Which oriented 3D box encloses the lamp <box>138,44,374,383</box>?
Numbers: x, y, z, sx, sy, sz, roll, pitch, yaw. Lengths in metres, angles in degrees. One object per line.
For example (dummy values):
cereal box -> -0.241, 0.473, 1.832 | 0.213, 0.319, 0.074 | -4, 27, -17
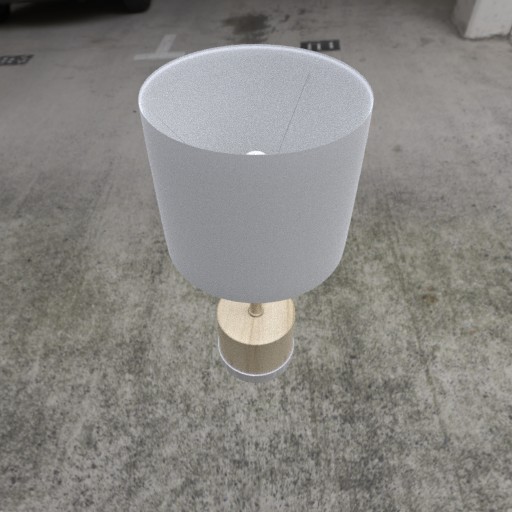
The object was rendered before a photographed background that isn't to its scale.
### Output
lamp -> 0.000, 0.000, 0.603 | 0.229, 0.470, 0.229 | 3, 46, 3
